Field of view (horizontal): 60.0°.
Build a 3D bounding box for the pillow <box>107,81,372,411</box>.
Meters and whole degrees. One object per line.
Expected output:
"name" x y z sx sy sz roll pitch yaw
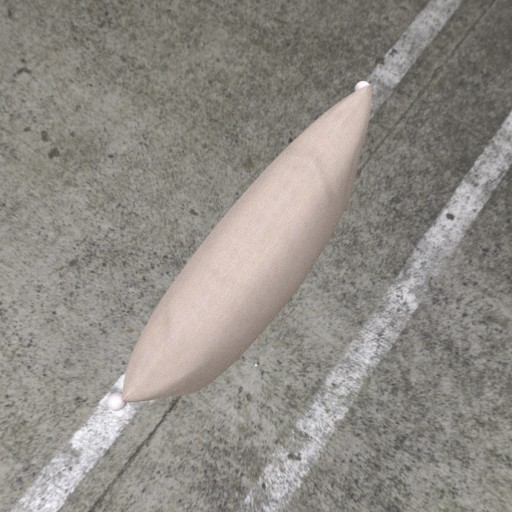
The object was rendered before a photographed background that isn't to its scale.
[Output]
"pillow" 0.000 0.000 0.851 0.201 0.322 0.709 36 79 8
